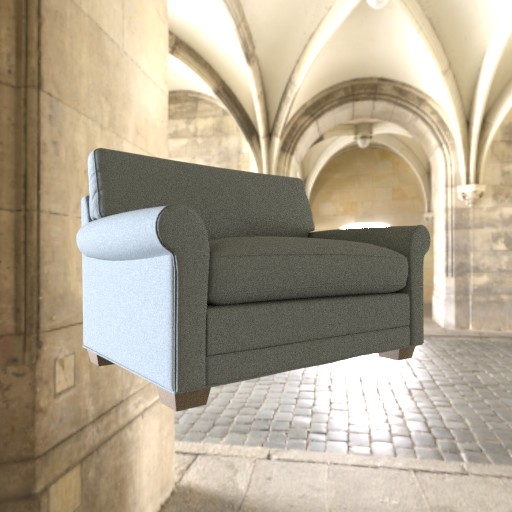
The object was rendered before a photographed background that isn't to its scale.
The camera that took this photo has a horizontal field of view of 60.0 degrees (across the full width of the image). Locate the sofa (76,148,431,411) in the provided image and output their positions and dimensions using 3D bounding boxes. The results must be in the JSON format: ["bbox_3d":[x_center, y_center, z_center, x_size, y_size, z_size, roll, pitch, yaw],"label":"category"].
[{"bbox_3d":[0.000,0.000,2.029,1.410,0.953,0.940,0,-1,-37],"label":"sofa"}]
